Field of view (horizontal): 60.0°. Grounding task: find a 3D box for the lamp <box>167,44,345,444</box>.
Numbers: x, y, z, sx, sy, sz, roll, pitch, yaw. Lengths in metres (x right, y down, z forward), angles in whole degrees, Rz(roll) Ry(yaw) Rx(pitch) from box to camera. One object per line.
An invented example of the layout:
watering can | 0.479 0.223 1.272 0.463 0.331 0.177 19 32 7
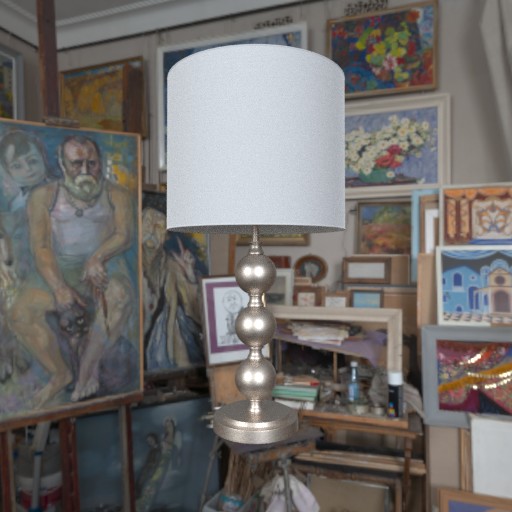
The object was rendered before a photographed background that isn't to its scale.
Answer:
lamp | 0.000 0.000 0.699 0.277 0.538 0.277 0 0 -18
